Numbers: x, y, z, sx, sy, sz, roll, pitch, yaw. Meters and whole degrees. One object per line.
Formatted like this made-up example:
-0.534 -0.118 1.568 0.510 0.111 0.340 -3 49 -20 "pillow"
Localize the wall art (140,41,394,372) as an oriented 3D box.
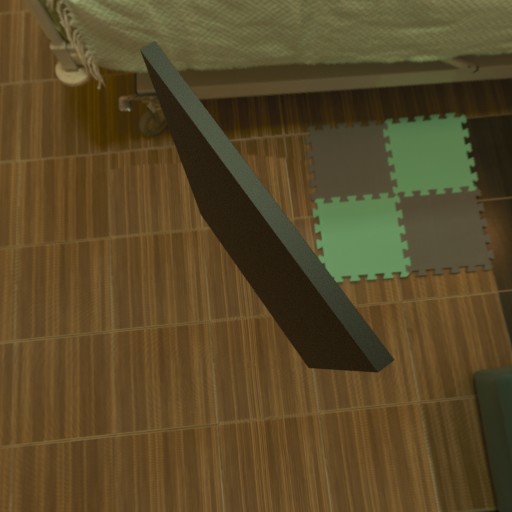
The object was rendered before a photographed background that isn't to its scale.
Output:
0.000 0.000 1.377 0.038 1.062 0.806 -34 79 -8 "wall art"
